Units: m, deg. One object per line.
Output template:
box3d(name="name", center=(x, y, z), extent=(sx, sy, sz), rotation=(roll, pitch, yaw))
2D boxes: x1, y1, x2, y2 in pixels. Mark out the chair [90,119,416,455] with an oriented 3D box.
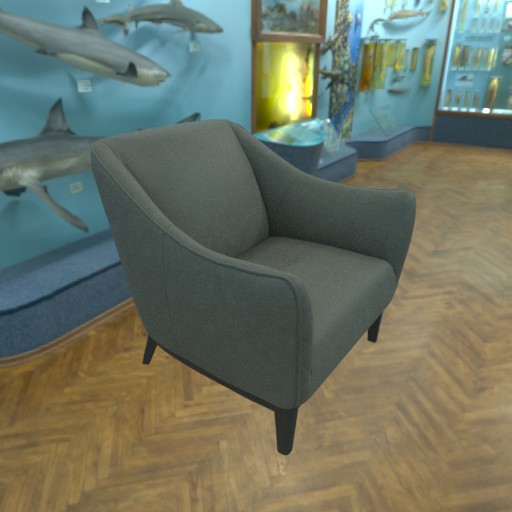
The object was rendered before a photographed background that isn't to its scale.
box3d(name="chair", center=(0.000, 0.000, 1.571), extent=(0.852, 0.830, 0.871), rotation=(17, 30, 32))
